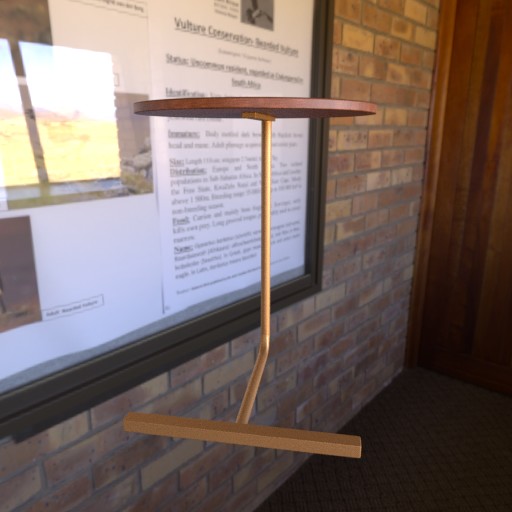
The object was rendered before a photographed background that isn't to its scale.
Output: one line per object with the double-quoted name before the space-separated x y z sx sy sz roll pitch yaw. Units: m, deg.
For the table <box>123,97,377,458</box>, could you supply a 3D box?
"table" 0.000 0.000 1.103 0.530 0.706 0.577 3 16 9
